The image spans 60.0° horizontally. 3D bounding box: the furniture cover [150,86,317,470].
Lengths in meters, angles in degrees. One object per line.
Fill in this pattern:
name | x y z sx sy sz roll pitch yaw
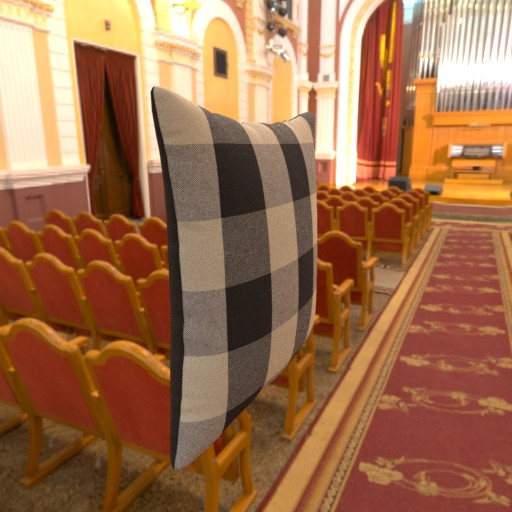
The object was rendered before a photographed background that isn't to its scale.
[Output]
furniture cover | 0.000 0.000 0.776 0.161 0.509 0.511 7 16 26
